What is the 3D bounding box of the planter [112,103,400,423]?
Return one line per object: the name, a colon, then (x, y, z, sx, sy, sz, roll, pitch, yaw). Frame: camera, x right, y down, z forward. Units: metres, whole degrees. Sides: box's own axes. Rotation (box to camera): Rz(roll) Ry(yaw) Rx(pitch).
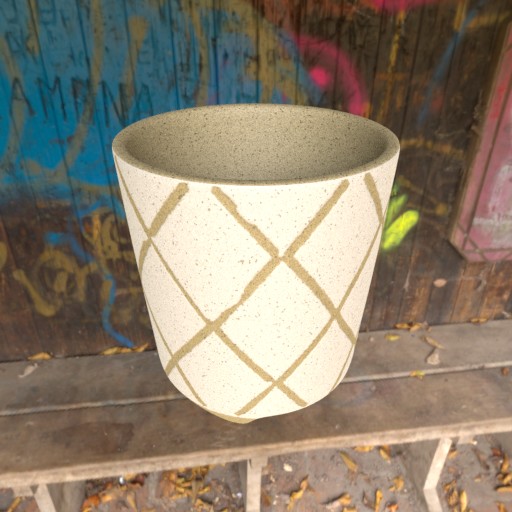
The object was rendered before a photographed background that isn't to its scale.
planter: (0.000, 0.000, 0.422, 0.228, 0.235, 0.228, 0, 31, 0)
